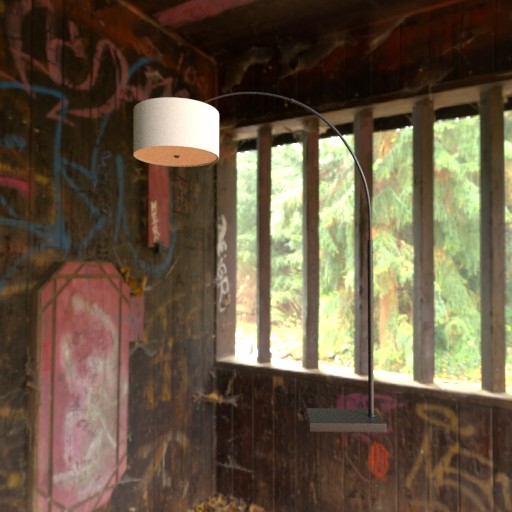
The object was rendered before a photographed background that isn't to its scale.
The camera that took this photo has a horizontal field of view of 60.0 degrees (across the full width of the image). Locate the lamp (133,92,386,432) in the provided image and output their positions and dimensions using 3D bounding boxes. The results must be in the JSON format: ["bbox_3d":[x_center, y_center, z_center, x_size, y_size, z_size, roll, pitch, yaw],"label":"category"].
[{"bbox_3d":[0.000,0.000,2.579,1.424,1.927,0.493,0,-1,2],"label":"lamp"}]
